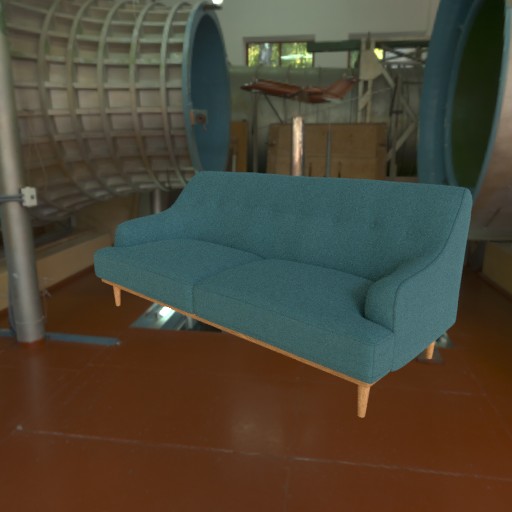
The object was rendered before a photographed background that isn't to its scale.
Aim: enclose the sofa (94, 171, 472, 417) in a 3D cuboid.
[{"bbox_3d":[0.000,0.000,2.557,2.057,0.871,0.978,13,19,41],"label":"sofa"}]
